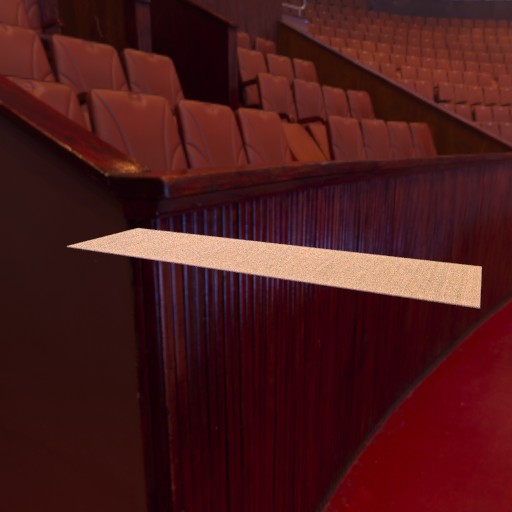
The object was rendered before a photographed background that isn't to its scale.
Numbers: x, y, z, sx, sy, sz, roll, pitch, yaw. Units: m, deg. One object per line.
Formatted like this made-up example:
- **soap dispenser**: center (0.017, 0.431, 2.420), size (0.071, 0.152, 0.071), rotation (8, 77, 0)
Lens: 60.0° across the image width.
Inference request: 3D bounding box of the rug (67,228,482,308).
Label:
- **rug**: center (0.000, 0.000, 2.676), size (2.437, 0.006, 0.686), rotation (7, 16, 26)
